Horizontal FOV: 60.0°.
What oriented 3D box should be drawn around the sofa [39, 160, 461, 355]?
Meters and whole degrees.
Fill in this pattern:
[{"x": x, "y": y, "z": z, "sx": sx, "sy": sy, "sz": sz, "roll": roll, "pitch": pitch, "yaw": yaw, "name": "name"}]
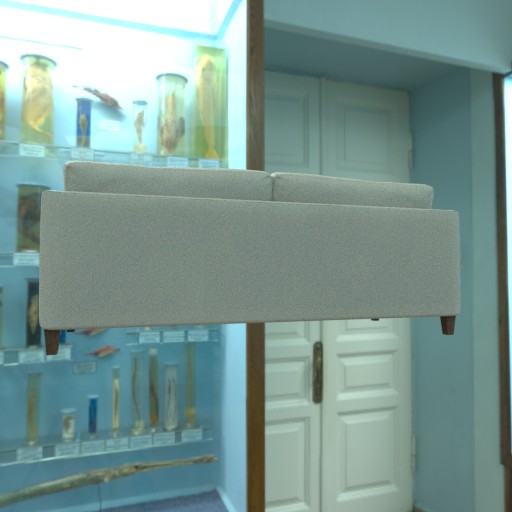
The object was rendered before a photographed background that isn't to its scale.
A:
[{"x": 0.000, "y": 0.000, "z": 2.803, "sx": 2.361, "sy": 0.968, "sz": 0.951, "roll": 1, "pitch": -2, "yaw": -17, "name": "sofa"}]
